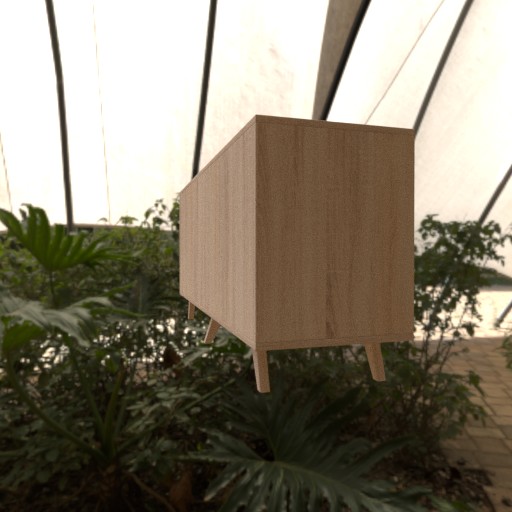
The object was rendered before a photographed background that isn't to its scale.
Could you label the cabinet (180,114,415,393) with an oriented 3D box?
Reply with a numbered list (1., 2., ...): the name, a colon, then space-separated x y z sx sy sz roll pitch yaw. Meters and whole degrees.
1. cabinet: 0.000 0.000 2.053 0.500 0.780 1.650 0 1 -17
